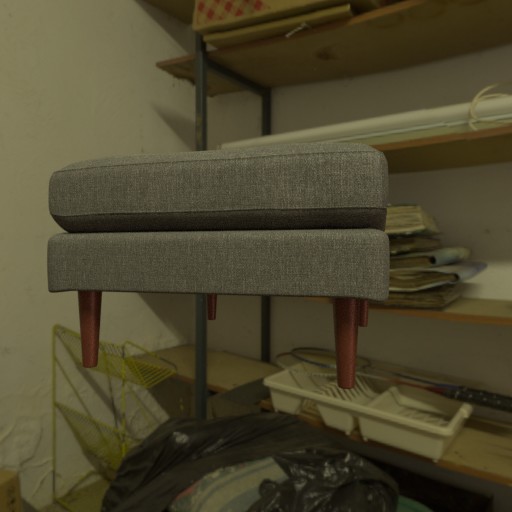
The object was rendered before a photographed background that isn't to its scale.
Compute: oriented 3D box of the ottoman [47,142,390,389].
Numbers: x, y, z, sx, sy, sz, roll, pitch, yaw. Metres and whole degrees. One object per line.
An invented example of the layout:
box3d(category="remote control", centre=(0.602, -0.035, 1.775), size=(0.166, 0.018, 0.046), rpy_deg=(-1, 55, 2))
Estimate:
box3d(category="ottoman", centre=(0.000, 0.000, 1.219), size=(0.693, 0.474, 0.821), rpy_deg=(0, 0, 16))
